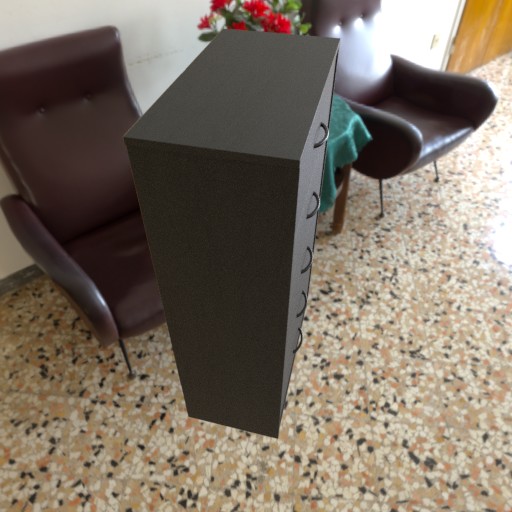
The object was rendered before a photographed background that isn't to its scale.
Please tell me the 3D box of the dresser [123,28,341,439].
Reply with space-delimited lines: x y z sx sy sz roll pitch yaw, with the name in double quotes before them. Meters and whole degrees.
"dresser" 0.000 0.000 1.563 0.399 1.255 0.704 10 45 10
